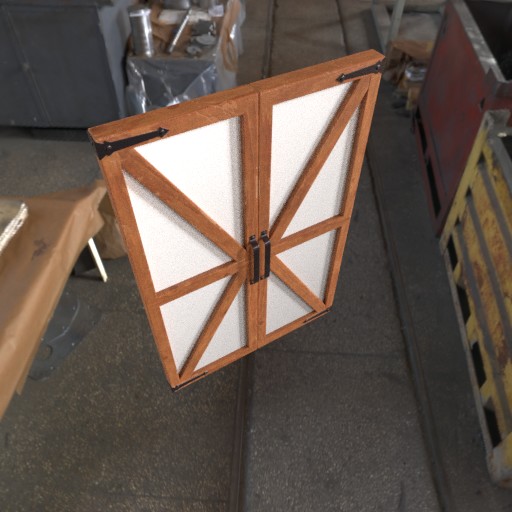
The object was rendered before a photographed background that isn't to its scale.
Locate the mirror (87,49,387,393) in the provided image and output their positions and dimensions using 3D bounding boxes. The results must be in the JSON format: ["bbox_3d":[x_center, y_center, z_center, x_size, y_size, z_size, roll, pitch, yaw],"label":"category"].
[{"bbox_3d":[0.000,0.000,0.967,0.517,0.761,0.053,-24,52,-20],"label":"mirror"}]
